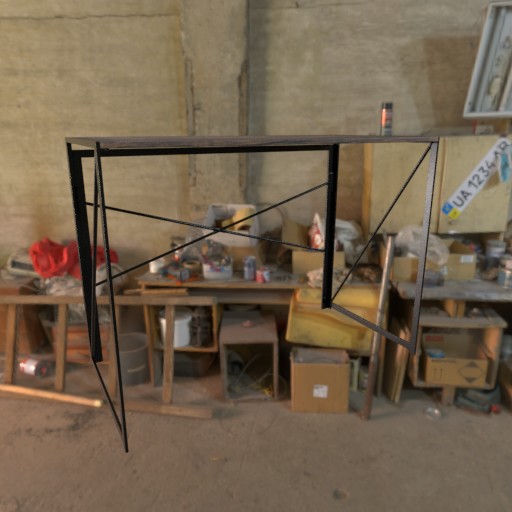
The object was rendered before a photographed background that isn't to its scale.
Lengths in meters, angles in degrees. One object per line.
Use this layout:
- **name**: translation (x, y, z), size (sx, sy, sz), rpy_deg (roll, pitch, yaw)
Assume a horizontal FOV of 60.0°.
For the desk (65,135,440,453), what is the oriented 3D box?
- **desk**: translation (0.000, 0.000, 1.441), size (1.015, 0.747, 0.505), rpy_deg (-9, 18, -28)
